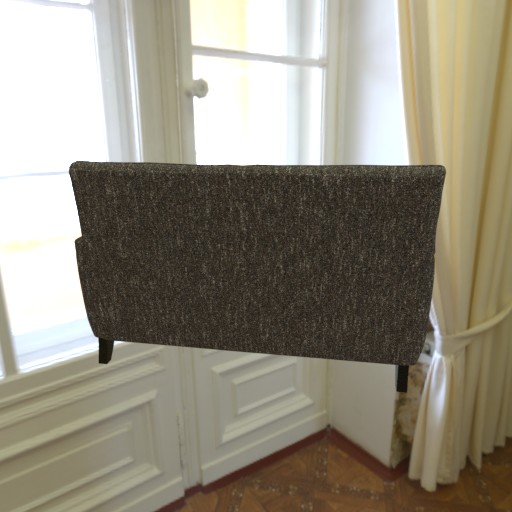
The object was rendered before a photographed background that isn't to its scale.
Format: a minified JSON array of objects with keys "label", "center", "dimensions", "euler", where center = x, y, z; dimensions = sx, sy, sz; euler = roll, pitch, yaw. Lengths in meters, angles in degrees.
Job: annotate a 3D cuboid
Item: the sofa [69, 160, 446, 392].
[{"label":"sofa","center":[0.000,0.000,2.128],"dimensions":[1.519,0.946,0.801],"euler":[3,17,9]}]
